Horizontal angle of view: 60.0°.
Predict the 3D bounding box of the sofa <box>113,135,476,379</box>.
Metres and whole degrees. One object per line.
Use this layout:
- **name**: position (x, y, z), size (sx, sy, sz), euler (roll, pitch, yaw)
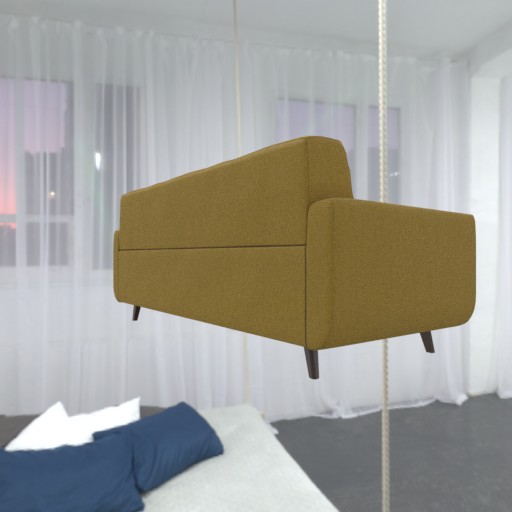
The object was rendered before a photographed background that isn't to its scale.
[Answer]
- **sofa**: position (0.000, 0.000, 2.422), size (0.909, 0.841, 2.029), euler (0, 0, -36)
